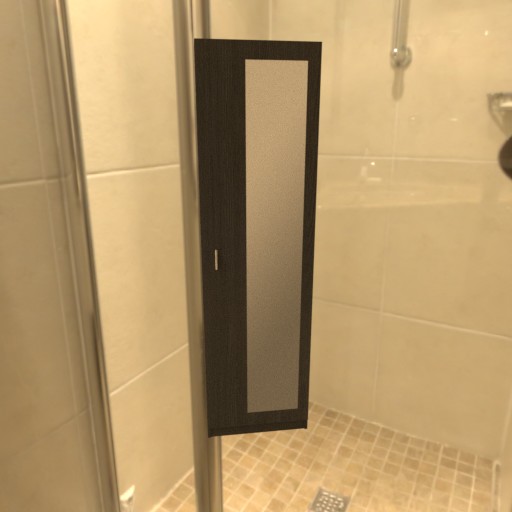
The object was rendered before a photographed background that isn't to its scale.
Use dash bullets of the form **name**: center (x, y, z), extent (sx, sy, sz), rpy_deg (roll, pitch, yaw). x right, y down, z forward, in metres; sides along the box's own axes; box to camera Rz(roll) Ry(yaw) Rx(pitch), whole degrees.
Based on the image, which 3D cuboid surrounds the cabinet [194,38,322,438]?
- **cabinet**: center (0.000, 0.000, 2.048), extent (0.500, 1.790, 0.230), rpy_deg (-2, 16, -8)
